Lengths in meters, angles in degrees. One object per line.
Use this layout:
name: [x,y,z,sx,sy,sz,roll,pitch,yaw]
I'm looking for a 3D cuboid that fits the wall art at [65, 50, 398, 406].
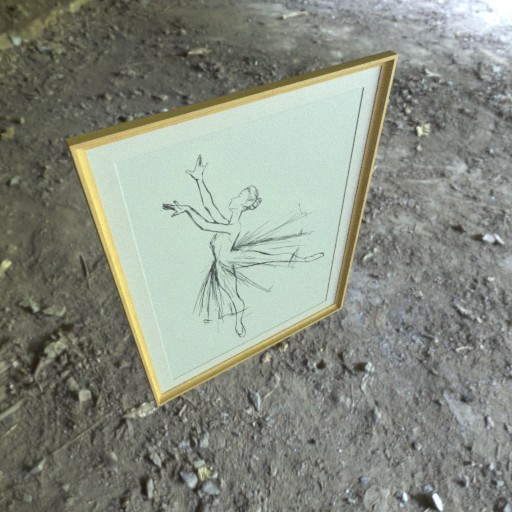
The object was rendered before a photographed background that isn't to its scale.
wall art: [0.000,0.000,1.298,0.798,1.002,0.030,-24,50,-22]
